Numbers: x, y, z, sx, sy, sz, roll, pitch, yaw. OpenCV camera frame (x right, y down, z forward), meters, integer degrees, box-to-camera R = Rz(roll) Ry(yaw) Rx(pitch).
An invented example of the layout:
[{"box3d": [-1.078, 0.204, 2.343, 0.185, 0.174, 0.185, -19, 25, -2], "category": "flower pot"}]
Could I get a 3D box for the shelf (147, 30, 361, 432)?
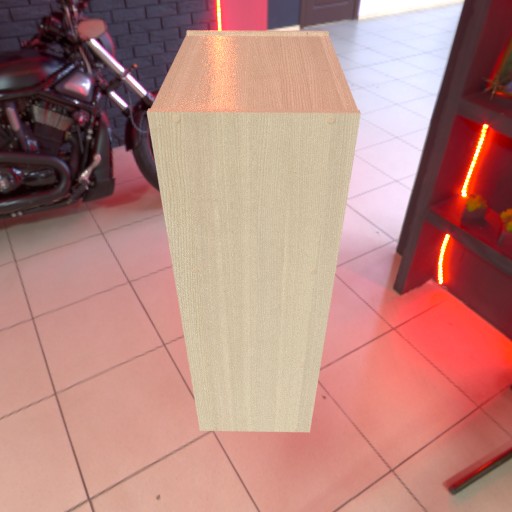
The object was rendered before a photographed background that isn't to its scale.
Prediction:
[{"box3d": [0.000, 0.000, 1.049, 0.292, 0.876, 0.417, 1, 41, 1], "category": "shelf"}]
